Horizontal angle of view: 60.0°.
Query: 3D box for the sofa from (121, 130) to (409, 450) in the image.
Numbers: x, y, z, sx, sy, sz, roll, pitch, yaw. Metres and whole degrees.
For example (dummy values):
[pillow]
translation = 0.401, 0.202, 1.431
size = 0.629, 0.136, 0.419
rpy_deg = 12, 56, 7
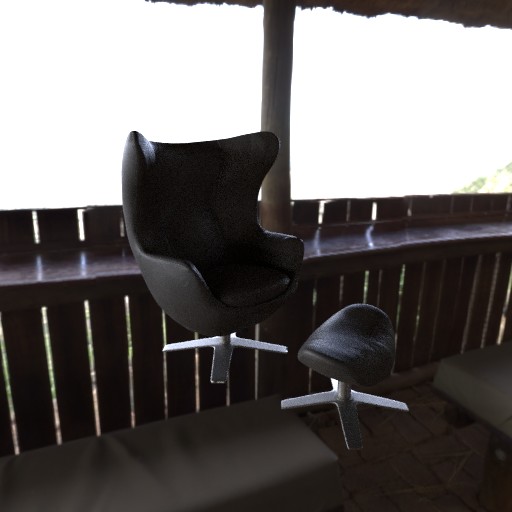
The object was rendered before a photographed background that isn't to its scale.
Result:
[sofa]
translation = 0.000, 0.000, 2.080
size = 0.894, 1.135, 1.444
rpy_deg = -14, 20, -41
